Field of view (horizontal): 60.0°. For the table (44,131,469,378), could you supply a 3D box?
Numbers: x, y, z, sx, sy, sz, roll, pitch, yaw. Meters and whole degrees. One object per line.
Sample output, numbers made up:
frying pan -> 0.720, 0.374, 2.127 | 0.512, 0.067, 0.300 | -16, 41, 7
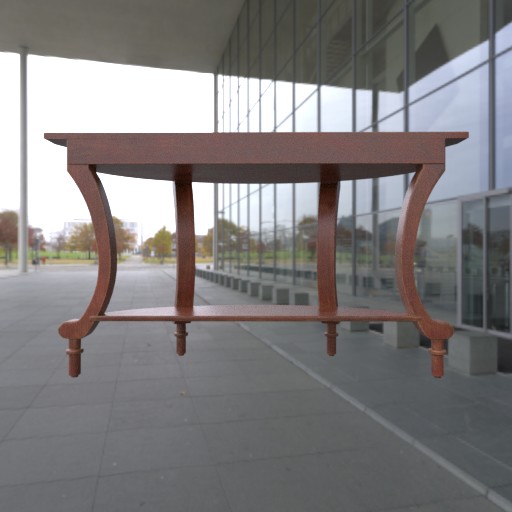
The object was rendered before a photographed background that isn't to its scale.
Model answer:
table -> 0.000, 0.000, 1.446 | 1.198, 0.699, 0.394 | 0, 0, 0
